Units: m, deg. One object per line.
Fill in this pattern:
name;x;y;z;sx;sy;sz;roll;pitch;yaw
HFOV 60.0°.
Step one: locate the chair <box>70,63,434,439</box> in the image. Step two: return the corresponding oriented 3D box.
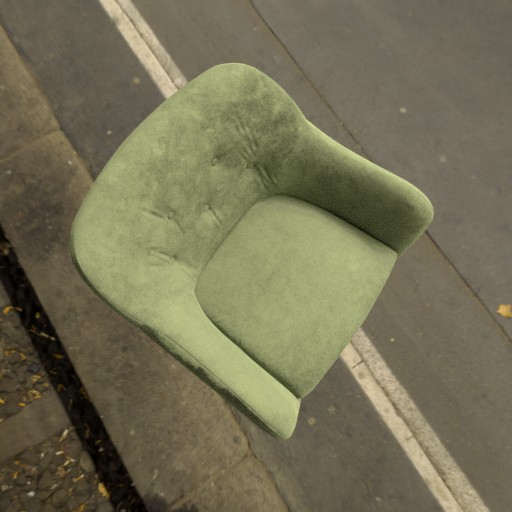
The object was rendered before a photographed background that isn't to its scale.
chair;0.000;0.000;1.487;0.819;0.804;0.840;35;77;9
